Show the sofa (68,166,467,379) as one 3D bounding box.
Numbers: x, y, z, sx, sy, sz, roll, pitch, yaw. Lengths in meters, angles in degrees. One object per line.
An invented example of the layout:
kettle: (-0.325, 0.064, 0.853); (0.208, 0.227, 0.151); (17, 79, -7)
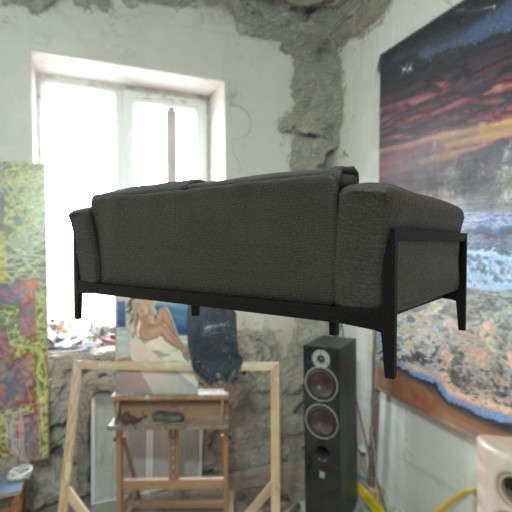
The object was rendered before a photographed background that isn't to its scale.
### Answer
sofa: (0.000, 0.000, 2.114); (1.690, 0.656, 0.960); (1, 2, 37)
